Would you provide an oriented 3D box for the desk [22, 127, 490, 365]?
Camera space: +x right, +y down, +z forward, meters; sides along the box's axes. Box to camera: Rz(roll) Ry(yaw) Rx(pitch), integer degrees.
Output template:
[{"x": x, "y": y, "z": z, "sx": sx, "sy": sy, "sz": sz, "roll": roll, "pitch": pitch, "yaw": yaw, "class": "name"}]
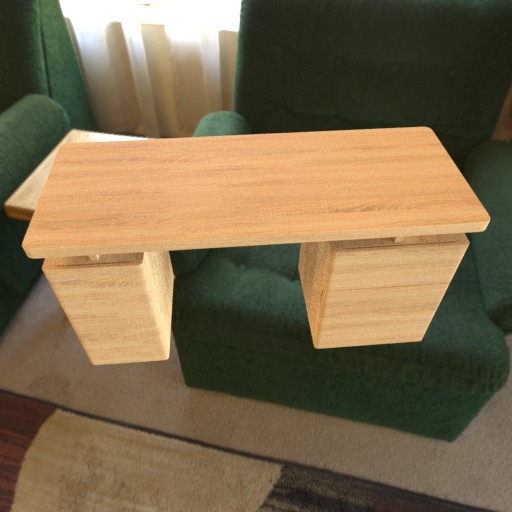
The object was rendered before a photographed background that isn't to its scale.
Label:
[{"x": 0.000, "y": 0.000, "z": 1.768, "sx": 1.400, "sy": 0.760, "sz": 0.550, "roll": -4, "pitch": 47, "yaw": -3, "class": "desk"}]
